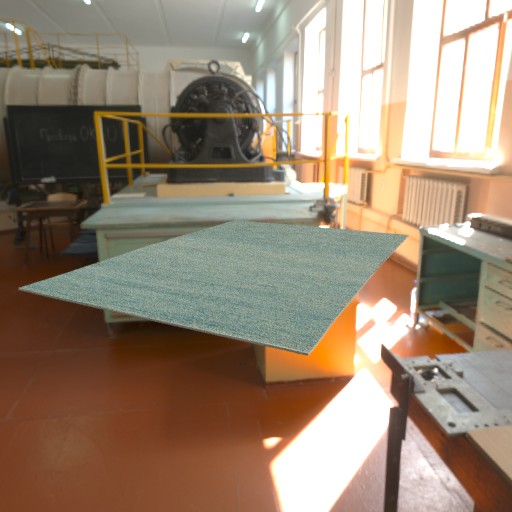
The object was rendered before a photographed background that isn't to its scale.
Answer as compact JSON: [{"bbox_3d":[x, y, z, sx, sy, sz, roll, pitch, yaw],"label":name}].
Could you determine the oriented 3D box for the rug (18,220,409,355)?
[{"bbox_3d":[0.000,0.000,2.921,1.593,0.029,2.305,7,16,26],"label":"rug"}]
